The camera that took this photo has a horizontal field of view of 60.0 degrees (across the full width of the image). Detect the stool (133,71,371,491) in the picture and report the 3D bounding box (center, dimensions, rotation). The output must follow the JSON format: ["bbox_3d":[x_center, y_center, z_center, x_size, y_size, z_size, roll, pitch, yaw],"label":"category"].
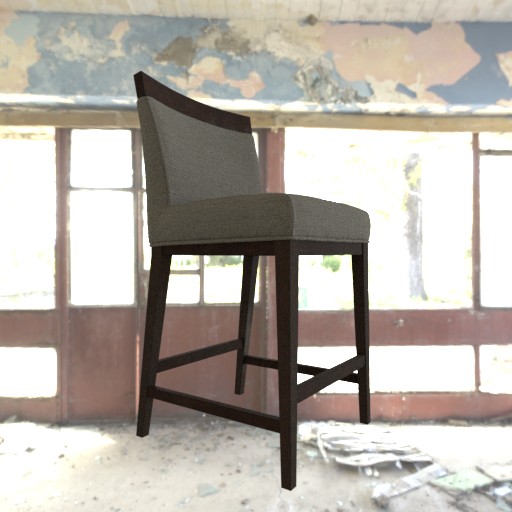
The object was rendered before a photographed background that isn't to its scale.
[{"bbox_3d":[0.000,0.000,1.296,0.531,1.009,0.512,0,1,35],"label":"stool"}]
